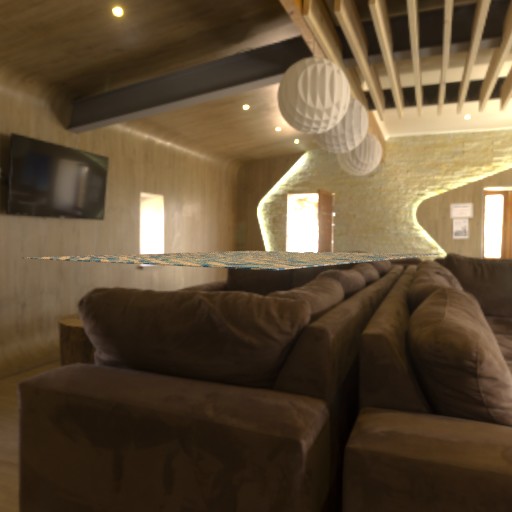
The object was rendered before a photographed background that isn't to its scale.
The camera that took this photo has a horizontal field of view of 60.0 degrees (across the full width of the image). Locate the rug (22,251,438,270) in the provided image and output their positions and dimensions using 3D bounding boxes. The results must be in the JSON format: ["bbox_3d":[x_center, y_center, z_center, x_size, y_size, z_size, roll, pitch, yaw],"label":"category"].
[{"bbox_3d":[0.000,0.000,4.029,2.435,0.007,3.007,1,2,37],"label":"rug"}]
